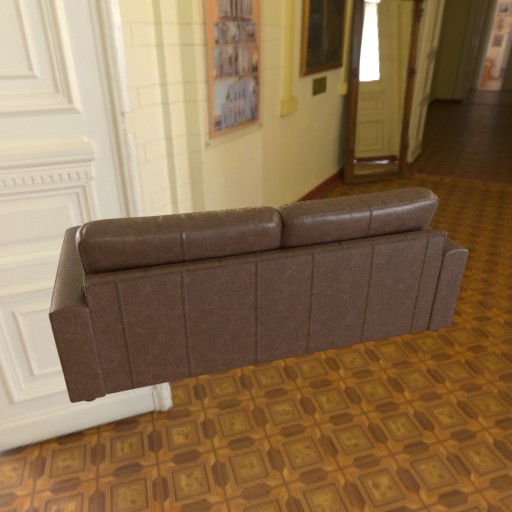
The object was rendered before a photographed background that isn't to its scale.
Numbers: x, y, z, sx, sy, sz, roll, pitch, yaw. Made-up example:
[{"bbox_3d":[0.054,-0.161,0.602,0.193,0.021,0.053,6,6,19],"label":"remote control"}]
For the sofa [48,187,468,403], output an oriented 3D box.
[{"bbox_3d":[0.000,0.000,2.667,2.179,0.873,1.016,-8,28,-15],"label":"sofa"}]
